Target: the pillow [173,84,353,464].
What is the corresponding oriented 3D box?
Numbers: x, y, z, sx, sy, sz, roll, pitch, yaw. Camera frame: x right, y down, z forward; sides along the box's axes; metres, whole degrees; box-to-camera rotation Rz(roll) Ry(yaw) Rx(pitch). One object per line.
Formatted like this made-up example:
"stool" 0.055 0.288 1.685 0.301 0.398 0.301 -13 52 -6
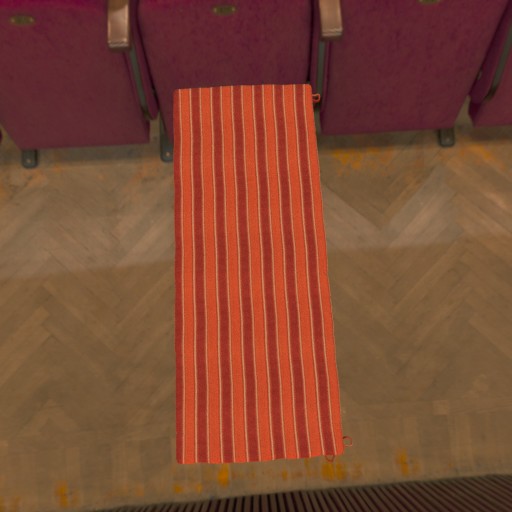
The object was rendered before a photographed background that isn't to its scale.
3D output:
"pillow" 0.000 0.000 1.350 0.492 0.081 1.187 -3 76 -1
